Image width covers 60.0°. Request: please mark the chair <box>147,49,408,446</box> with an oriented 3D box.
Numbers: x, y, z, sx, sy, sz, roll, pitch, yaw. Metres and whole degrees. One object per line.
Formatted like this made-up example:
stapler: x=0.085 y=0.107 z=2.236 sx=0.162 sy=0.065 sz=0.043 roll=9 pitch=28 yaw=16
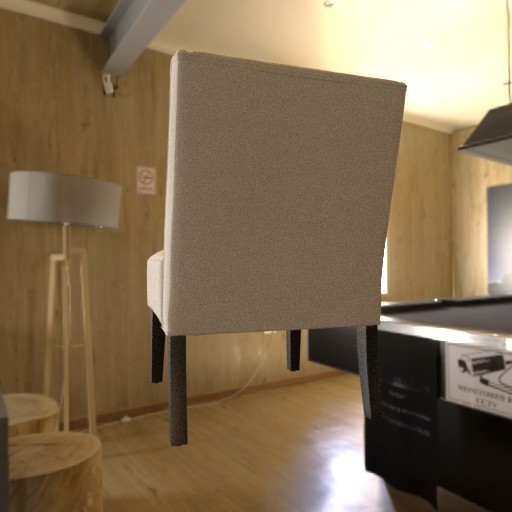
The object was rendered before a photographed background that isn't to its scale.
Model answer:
chair: x=0.000 y=0.000 z=1.283 sx=0.569 sy=0.853 sz=0.676 roll=0 pitch=0 yaw=-18
